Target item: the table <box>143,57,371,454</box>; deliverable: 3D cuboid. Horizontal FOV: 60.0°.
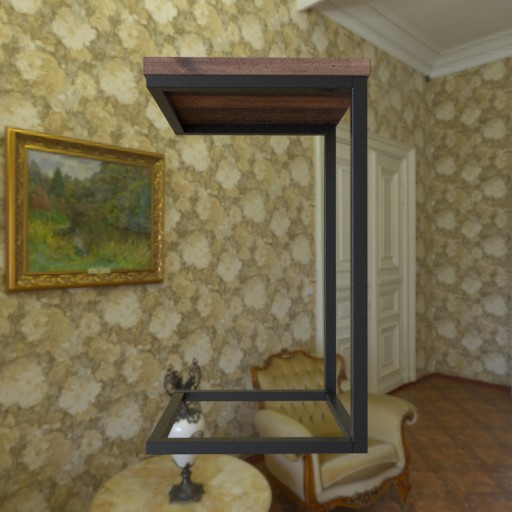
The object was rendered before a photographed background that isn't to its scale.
[{"bbox_3d":[0.000,0.000,0.961,0.414,0.718,0.323,0,0,-1],"label":"table"}]
